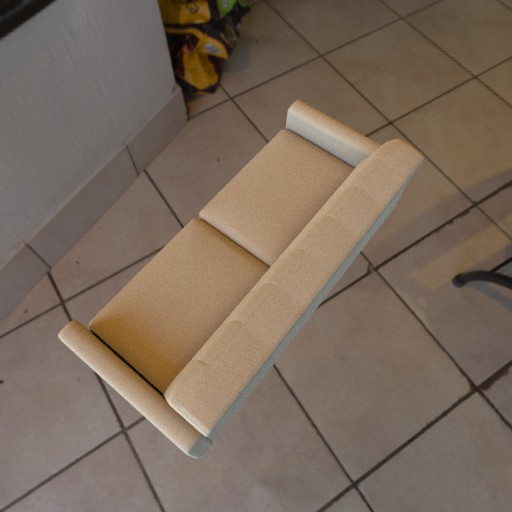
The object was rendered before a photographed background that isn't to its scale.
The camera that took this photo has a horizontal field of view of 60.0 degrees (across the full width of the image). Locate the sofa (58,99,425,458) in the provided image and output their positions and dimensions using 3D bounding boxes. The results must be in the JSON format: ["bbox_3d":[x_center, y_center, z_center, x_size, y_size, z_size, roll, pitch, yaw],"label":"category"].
[{"bbox_3d":[0.000,0.000,2.674,0.980,0.892,2.137,35,68,16],"label":"sofa"}]
